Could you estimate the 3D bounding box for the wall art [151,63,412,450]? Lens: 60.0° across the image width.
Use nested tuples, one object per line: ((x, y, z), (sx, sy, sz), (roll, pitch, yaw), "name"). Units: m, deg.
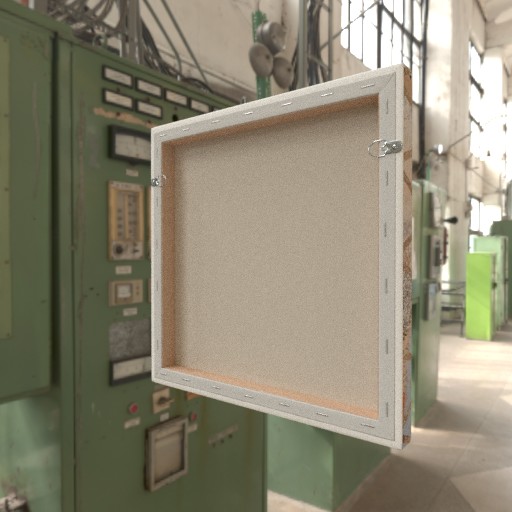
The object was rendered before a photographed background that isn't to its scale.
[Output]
((0.000, 0.000, 0.743), (0.507, 0.508, 0.038), (0, 1, 38), "wall art")
